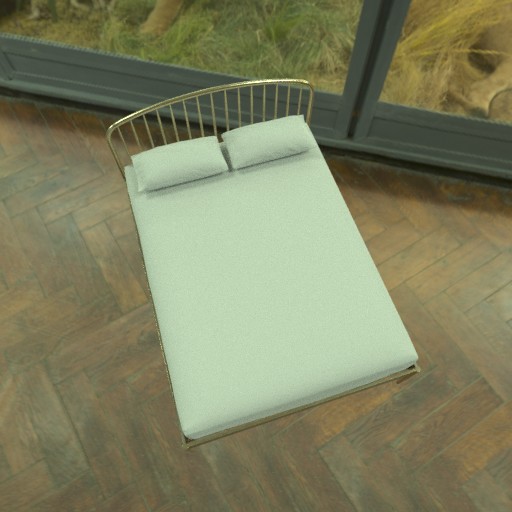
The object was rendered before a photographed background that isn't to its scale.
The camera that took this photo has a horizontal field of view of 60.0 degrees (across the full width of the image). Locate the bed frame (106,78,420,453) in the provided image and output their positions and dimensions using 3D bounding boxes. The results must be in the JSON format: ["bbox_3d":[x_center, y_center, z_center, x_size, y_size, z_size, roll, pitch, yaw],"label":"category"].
[{"bbox_3d":[0.000,0.000,3.161,1.612,1.175,2.152,-16,65,-8],"label":"bed frame"}]
